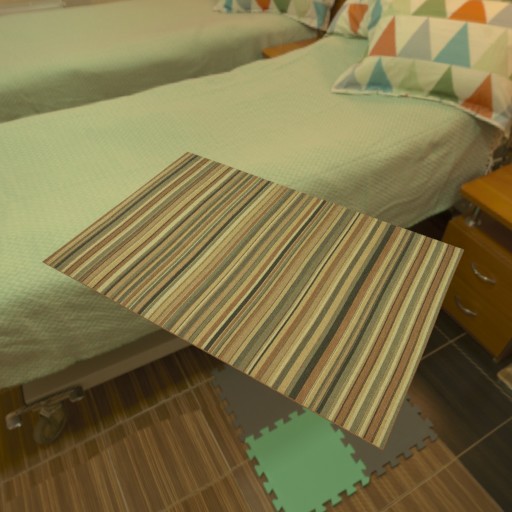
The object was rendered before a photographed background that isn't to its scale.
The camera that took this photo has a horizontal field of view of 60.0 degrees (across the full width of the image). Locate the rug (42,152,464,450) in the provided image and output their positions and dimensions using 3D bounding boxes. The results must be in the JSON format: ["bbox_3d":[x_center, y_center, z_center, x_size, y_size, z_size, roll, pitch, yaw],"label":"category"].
[{"bbox_3d":[0.000,0.000,2.306,1.829,0.008,1.219,23,50,22],"label":"rug"}]
